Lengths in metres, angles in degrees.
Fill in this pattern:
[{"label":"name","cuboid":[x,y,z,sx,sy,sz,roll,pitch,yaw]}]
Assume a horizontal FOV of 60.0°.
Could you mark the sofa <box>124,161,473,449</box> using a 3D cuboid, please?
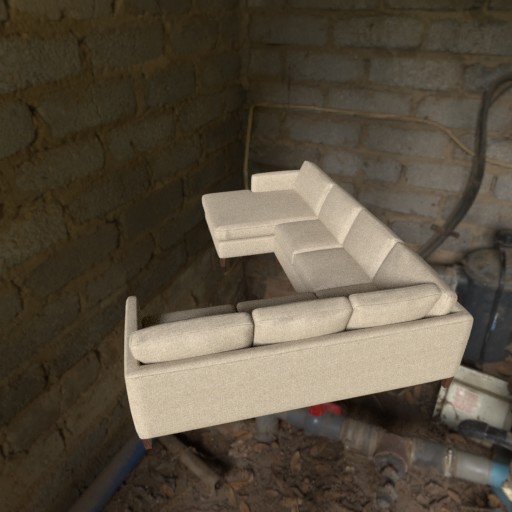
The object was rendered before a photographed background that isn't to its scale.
[{"label":"sofa","cuboid":[0.000,0.000,4.618,2.593,0.959,3.460,-7,31,-12]}]
